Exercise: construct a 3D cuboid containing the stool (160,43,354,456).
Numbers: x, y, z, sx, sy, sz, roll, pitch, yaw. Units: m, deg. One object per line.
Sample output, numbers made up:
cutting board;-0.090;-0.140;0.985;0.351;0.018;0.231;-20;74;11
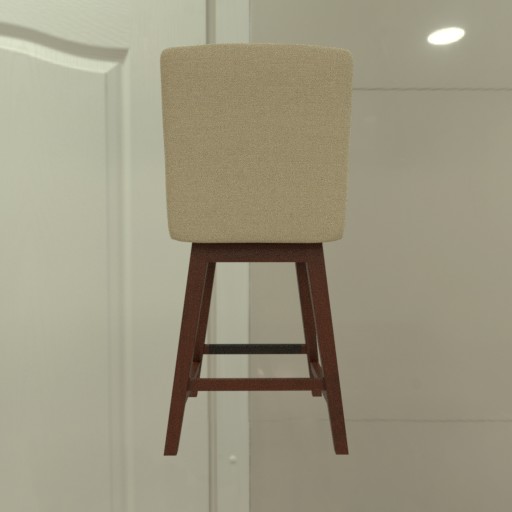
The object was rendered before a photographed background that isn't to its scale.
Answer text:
stool;0.000;0.000;1.289;0.469;0.991;0.559;0;2;-1
